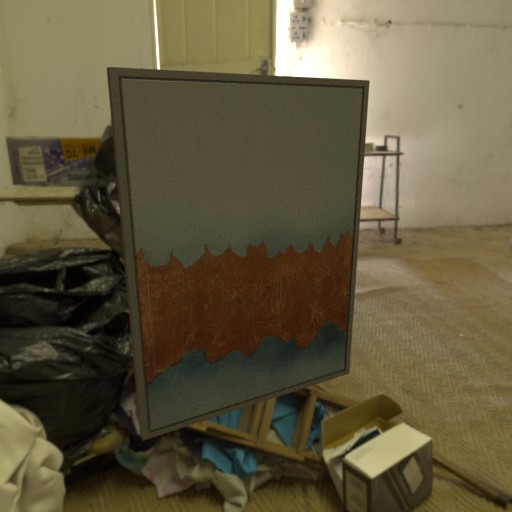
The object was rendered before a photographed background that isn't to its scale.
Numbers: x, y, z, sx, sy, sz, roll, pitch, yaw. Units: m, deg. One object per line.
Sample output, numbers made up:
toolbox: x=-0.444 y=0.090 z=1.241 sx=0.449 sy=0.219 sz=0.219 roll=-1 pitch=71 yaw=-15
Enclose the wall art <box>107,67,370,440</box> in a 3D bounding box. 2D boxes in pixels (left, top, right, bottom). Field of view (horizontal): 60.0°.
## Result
wall art: x=0.000 y=0.000 z=1.373 sx=0.789 sy=1.042 sz=0.034 roll=-9 pitch=19 yaw=-27
